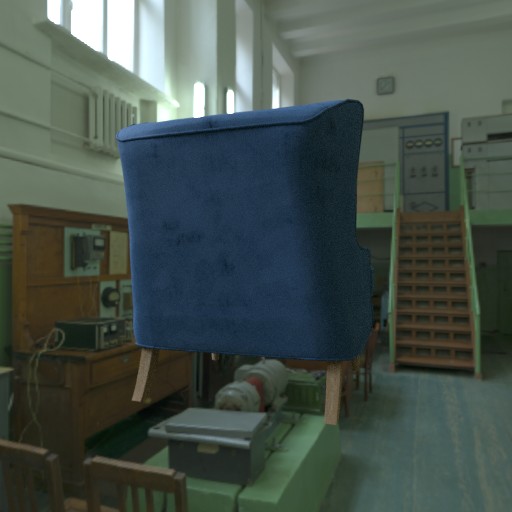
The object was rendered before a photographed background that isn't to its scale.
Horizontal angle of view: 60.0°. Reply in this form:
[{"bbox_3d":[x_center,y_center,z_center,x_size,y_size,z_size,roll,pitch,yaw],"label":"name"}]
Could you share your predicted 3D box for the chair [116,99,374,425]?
[{"bbox_3d":[0.000,0.000,1.617,0.793,0.952,0.910,0,-1,19],"label":"chair"}]
